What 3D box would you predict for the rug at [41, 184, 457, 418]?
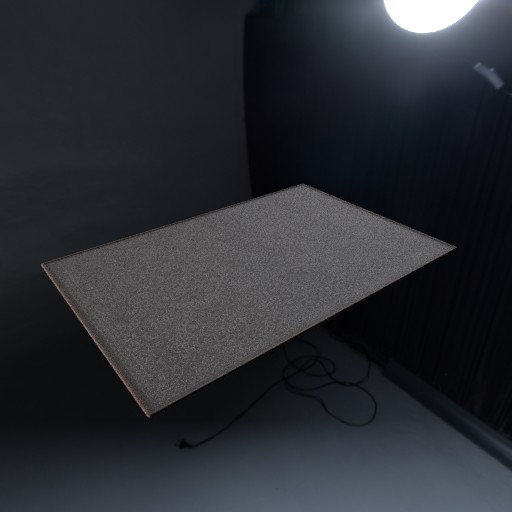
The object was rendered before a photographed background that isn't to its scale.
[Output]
[{"bbox_3d":[0.000,0.000,2.911,2.286,0.011,1.524,-21,36,-32],"label":"rug"}]
